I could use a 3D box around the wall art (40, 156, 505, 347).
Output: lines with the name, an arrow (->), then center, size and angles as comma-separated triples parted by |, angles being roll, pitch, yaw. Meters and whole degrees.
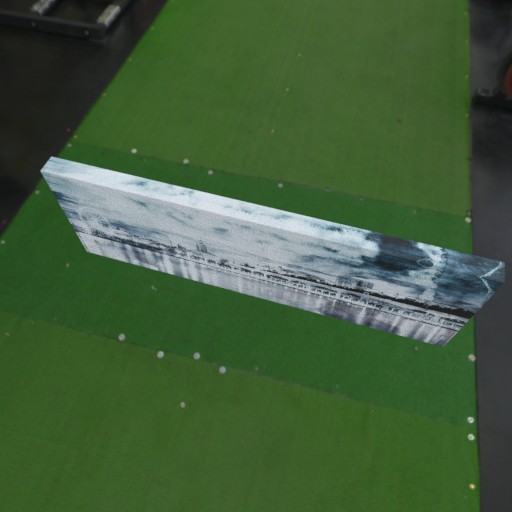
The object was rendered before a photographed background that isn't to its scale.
wall art -> 0.000, 0.000, 0.812 | 0.759, 0.251, 0.037 | 14, 58, 9
